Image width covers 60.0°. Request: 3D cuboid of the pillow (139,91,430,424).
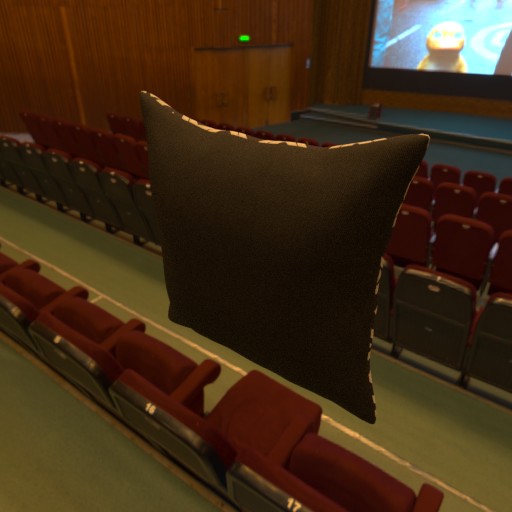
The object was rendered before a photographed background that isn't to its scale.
[{"bbox_3d":[0.000,0.000,0.766,0.504,0.494,0.188,20,35,31],"label":"pillow"}]
